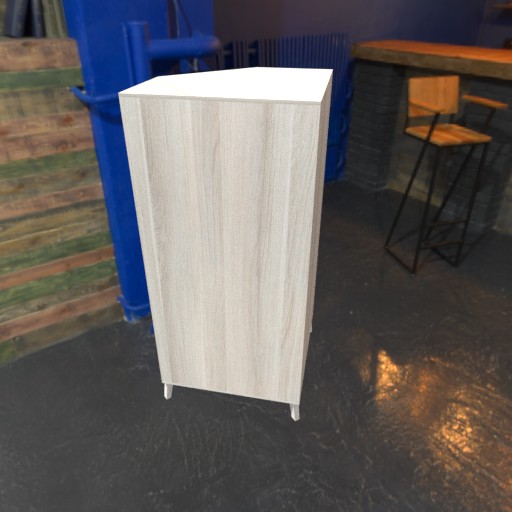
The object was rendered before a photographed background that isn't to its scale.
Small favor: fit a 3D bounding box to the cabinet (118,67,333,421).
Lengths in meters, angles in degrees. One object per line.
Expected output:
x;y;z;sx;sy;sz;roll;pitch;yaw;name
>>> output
0.000;0.000;2.668;1.272;1.957;0.969;-19;35;-28;cabinet
